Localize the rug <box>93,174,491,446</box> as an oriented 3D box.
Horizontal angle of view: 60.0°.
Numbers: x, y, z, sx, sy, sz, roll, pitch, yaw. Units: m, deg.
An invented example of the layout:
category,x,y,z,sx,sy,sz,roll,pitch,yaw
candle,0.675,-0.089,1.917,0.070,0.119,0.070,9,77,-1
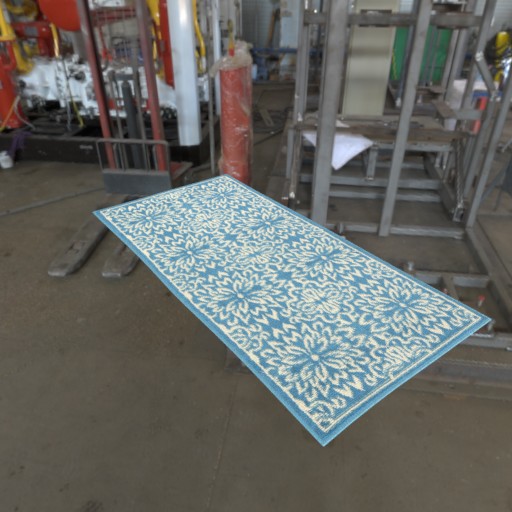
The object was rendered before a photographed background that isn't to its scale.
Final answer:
category,x,y,z,sx,sy,sz,roll,pitch,yaw
rug,0.000,0.000,1.400,0.604,0.007,1.219,-22,39,-31
